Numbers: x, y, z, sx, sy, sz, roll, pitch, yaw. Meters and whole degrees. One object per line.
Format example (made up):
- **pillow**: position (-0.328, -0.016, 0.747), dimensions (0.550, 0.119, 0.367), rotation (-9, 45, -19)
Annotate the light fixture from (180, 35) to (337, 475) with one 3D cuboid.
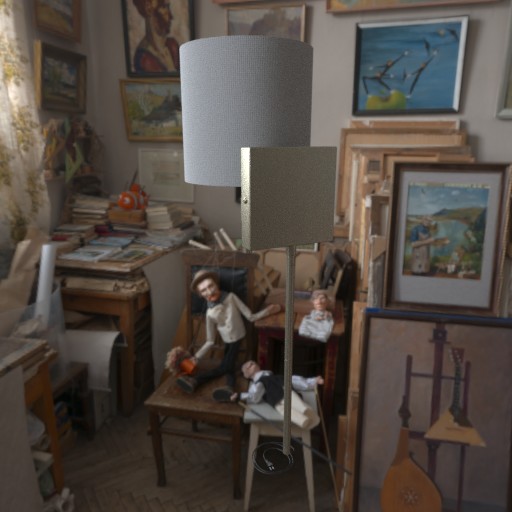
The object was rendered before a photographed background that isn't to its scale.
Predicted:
- **light fixture**: position (0.000, 0.000, 0.678), dimensions (0.188, 0.589, 0.248), rotation (-7, 16, -25)
